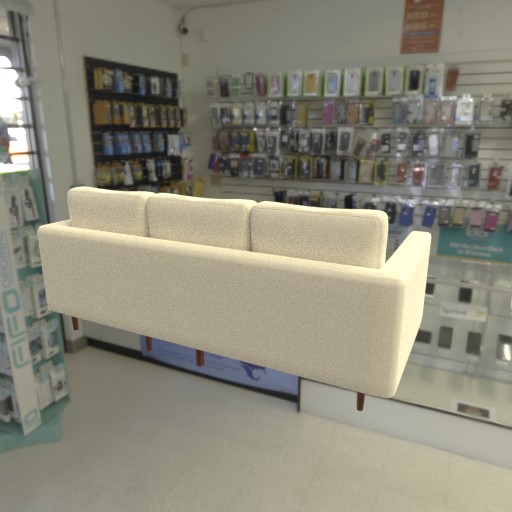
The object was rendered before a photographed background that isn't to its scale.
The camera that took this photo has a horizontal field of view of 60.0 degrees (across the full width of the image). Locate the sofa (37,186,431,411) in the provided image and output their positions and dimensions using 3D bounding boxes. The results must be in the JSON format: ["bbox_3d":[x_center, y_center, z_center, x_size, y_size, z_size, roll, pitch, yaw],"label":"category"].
[{"bbox_3d":[0.000,0.000,2.800,2.029,0.899,1.580,8,18,26],"label":"sofa"}]
